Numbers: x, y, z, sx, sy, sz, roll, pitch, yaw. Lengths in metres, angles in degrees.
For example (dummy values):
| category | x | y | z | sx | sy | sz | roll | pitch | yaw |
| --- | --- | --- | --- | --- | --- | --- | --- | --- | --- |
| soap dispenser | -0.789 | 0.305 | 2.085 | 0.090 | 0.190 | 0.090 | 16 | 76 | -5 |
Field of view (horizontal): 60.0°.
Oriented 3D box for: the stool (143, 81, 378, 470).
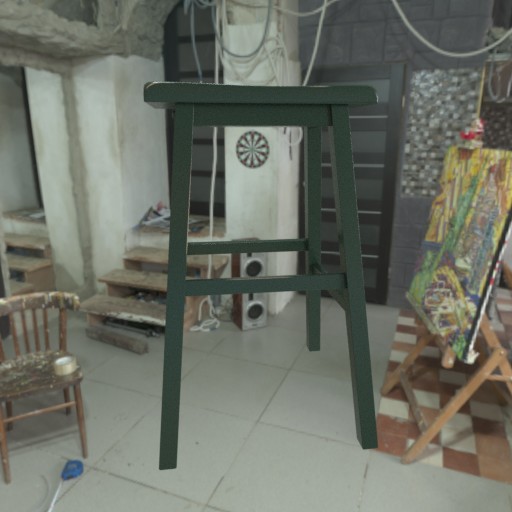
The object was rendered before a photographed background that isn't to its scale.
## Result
| category | x | y | z | sx | sy | sz | roll | pitch | yaw |
| --- | --- | --- | --- | --- | --- | --- | --- | --- | --- |
| stool | 0.000 | 0.000 | 1.040 | 0.457 | 0.737 | 0.476 | -2 | 16 | -8 |
